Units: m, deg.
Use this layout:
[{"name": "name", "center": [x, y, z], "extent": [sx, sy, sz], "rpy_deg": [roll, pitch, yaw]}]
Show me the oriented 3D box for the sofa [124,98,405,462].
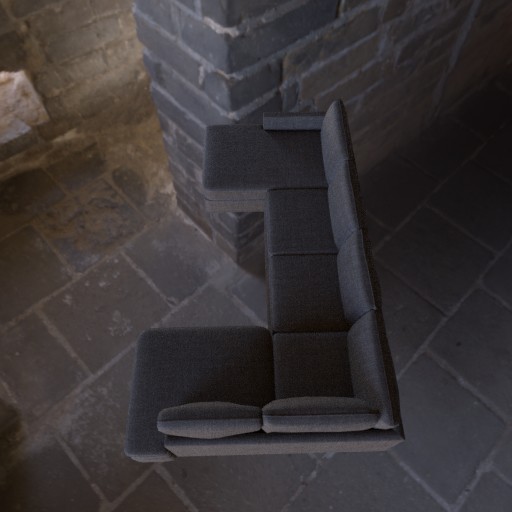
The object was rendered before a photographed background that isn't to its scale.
[{"name": "sofa", "center": [0.000, 0.000, 4.166], "extent": [2.048, 0.999, 3.423], "rpy_deg": [-1, 60, -1]}]
